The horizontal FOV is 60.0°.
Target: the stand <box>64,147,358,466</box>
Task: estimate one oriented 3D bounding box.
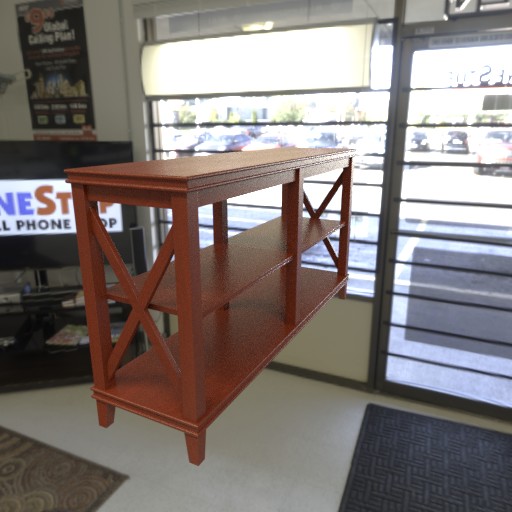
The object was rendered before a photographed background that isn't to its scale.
[{"bbox_3d":[0.000,0.000,1.725,0.381,0.762,1.372,8,18,26],"label":"stand"}]
